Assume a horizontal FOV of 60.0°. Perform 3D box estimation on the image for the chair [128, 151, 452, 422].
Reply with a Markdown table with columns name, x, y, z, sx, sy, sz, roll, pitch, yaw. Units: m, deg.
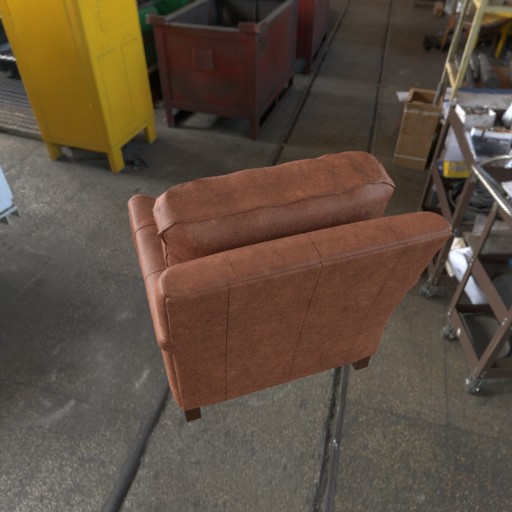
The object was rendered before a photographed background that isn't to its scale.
| name | x | y | z | sx | sy | sz | roll | pitch | yaw |
| --- | --- | --- | --- | --- | --- | --- | --- | --- | --- |
| chair | 0.000 | 0.000 | 1.932 | 0.986 | 1.055 | 1.158 | -13 | 43 | -14 |
